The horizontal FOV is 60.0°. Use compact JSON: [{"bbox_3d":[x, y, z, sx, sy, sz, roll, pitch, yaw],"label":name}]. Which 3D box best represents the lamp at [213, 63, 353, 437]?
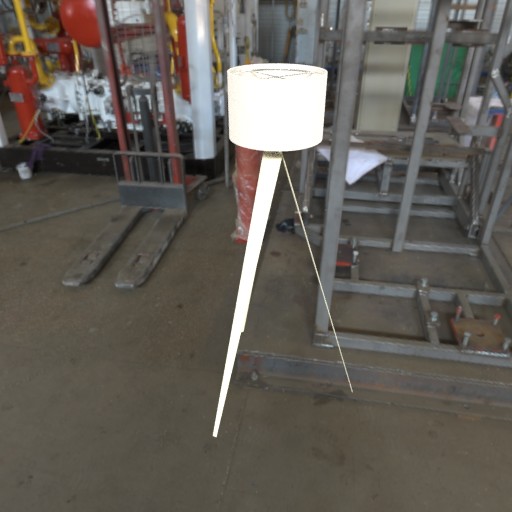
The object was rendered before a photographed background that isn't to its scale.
[{"bbox_3d":[0.000,0.000,1.949,0.724,1.524,0.716,-20,37,-30],"label":"lamp"}]
